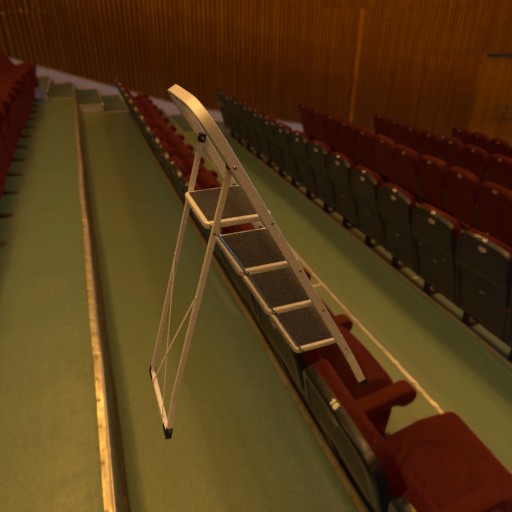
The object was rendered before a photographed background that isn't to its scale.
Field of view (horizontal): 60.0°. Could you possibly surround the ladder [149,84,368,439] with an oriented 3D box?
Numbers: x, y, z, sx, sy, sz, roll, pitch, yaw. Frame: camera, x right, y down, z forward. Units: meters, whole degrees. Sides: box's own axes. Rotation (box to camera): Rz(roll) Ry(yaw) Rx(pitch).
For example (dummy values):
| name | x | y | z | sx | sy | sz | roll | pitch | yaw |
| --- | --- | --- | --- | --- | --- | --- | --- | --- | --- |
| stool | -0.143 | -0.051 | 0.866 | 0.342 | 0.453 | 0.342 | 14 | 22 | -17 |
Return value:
| name | x | y | z | sx | sy | sz | roll | pitch | yaw |
| --- | --- | --- | --- | --- | --- | --- | --- | --- | --- |
| ladder | 0.000 | 0.000 | 1.741 | 0.914 | 1.265 | 0.460 | -11 | 31 | -18 |
